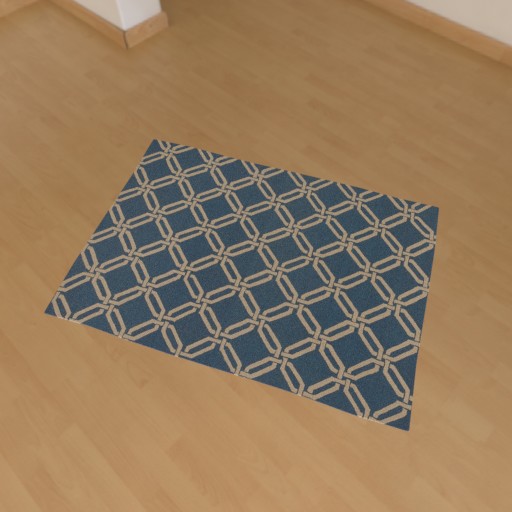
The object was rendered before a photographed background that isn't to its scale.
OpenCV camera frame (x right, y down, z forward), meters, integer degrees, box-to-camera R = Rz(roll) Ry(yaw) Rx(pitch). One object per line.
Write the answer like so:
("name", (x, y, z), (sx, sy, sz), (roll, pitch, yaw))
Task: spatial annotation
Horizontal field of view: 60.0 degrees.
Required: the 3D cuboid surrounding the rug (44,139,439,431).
("rug", (0.000, 0.000, 2.795), (2.135, 0.013, 1.524), (15, 59, 9))
